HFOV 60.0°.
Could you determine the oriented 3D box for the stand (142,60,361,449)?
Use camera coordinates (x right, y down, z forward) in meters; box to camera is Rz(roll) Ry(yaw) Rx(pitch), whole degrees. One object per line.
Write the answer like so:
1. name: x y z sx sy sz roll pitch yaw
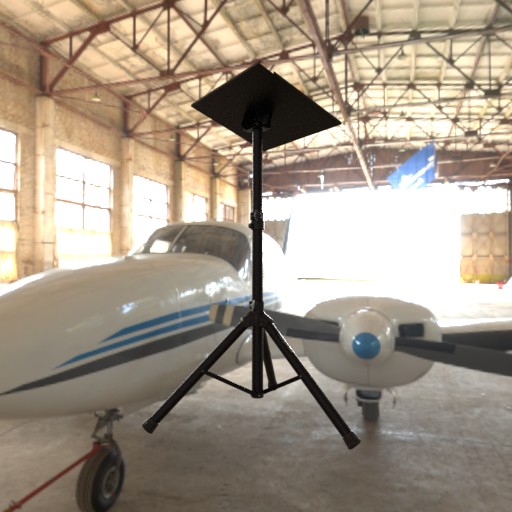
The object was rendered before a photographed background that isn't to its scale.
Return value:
1. stand: 0.000 0.000 1.564 0.702 1.198 0.702 1 -1 -36
